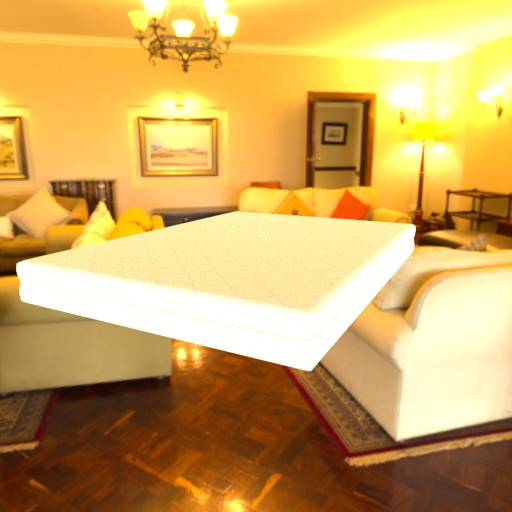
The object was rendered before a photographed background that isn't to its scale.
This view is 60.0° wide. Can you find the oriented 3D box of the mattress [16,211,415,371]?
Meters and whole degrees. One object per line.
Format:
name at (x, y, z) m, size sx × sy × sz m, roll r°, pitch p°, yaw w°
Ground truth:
mattress at (0.000, 0.000, 2.470) m, size 1.400 × 0.200 × 1.900 m, roll 7°, pitch 15°, yaw 27°
